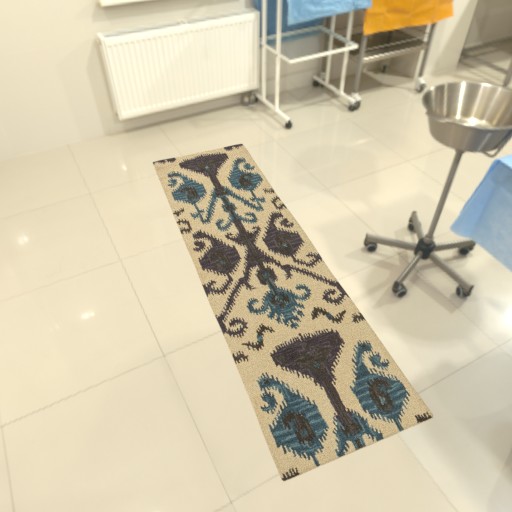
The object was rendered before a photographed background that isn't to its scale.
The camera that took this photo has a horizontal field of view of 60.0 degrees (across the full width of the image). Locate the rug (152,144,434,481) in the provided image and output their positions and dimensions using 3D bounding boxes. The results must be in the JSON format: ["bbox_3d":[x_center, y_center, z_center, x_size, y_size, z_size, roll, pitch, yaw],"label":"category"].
[{"bbox_3d":[0.000,0.000,2.505,0.692,0.017,2.301,-16,47,-15],"label":"rug"}]
